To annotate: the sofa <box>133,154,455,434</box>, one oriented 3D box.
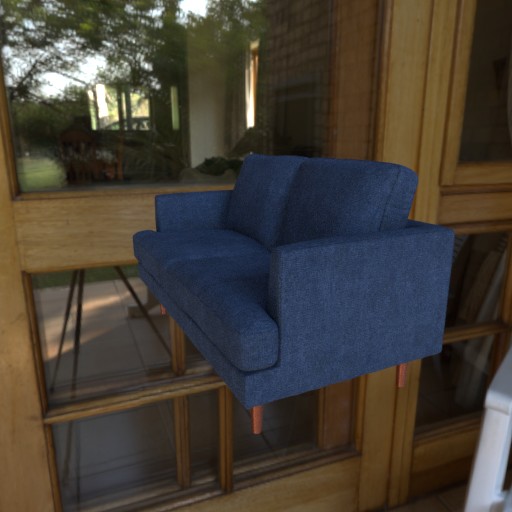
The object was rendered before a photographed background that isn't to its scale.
[{"bbox_3d":[0.000,0.000,2.168,0.903,0.944,1.582,-7,16,-26],"label":"sofa"}]
